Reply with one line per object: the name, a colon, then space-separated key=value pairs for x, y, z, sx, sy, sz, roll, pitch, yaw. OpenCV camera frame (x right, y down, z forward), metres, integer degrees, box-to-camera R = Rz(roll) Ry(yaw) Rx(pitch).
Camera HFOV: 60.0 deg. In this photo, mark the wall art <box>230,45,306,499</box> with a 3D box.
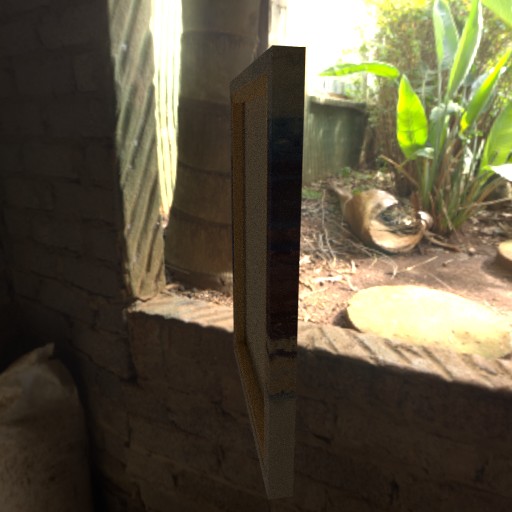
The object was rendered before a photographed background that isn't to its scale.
wall art: x=0.000 y=0.000 z=0.746 sx=0.036 sy=0.581 sz=0.437 roll=-3 pitch=17 yaw=-9
